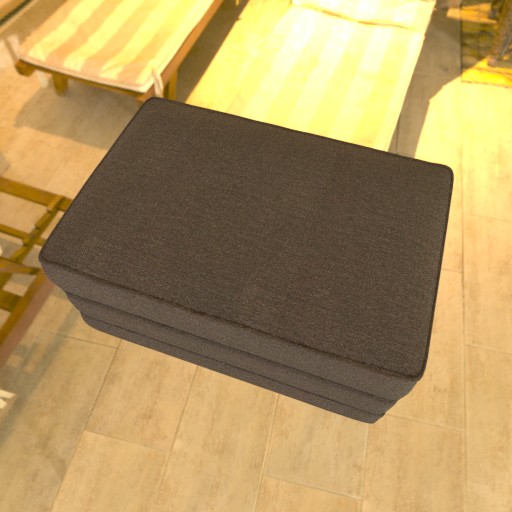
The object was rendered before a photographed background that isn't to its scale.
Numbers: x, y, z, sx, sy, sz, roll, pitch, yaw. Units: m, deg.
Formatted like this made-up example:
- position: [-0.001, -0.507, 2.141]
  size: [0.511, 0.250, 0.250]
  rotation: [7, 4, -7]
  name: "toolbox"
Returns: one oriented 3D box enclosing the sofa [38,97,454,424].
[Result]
- position: [0.000, 0.000, 1.195]
  size: [0.854, 0.457, 0.578]
  rotation: [16, 60, 10]
  name: "sofa"
